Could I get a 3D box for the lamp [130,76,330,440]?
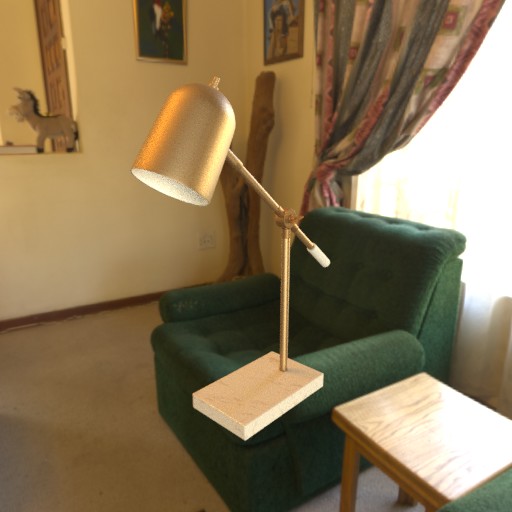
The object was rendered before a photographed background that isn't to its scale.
[{"bbox_3d":[0.000,0.000,0.816,0.144,0.603,0.471,14,21,41],"label":"lamp"}]
